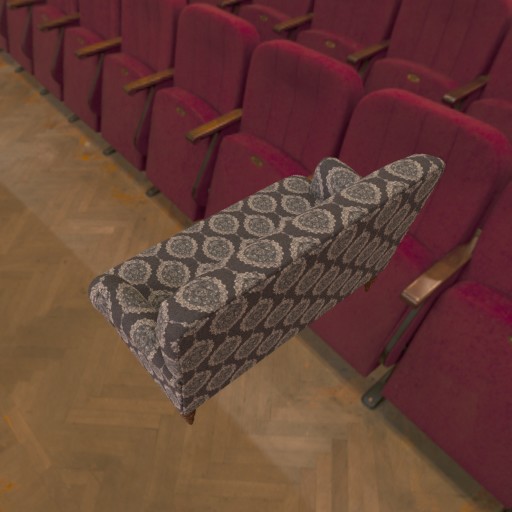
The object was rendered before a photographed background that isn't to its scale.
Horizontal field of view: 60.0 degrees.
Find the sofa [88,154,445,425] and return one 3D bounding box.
[{"bbox_3d":[0.000,0.000,1.853,1.297,0.867,0.779,-31,54,-26],"label":"sofa"}]
